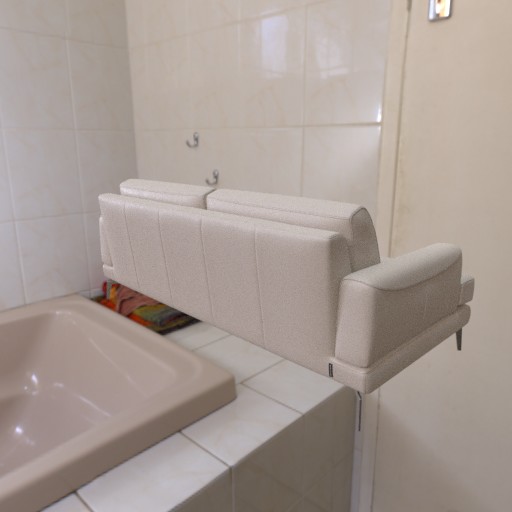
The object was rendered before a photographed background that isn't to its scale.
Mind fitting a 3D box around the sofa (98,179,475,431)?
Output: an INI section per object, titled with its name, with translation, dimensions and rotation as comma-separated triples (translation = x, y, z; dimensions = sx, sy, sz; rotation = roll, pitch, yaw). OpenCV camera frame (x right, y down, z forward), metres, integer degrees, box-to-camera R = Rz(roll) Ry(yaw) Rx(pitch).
[sofa]
translation = 0.000, 0.000, 2.377
dimensions = 0.974, 0.765, 1.940
rotation = -14, 20, -43
